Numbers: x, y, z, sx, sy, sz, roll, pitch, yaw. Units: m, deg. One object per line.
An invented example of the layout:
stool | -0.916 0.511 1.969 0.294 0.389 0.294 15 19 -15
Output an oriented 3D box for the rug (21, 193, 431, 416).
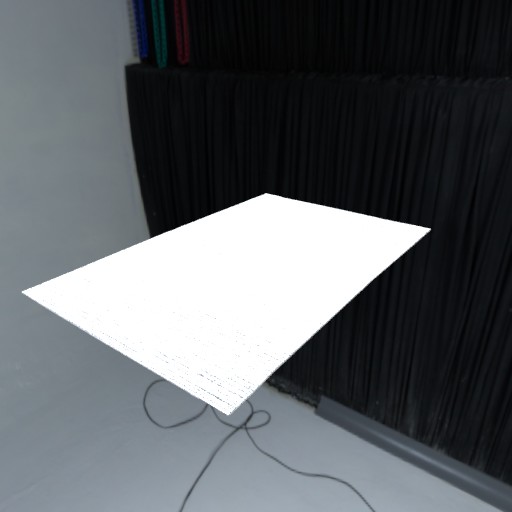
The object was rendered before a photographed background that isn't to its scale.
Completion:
rug | 0.000 0.000 2.189 1.149 0.021 1.773 18 31 33
